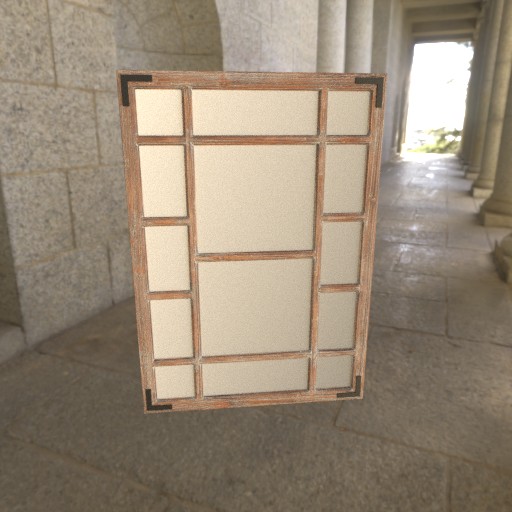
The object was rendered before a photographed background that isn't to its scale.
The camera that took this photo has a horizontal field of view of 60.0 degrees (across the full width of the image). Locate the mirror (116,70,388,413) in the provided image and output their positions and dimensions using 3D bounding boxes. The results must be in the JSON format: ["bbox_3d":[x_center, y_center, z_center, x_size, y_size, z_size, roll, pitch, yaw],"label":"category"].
[{"bbox_3d":[0.000,0.000,1.291,0.705,0.996,0.025,-2,16,-6],"label":"mirror"}]
